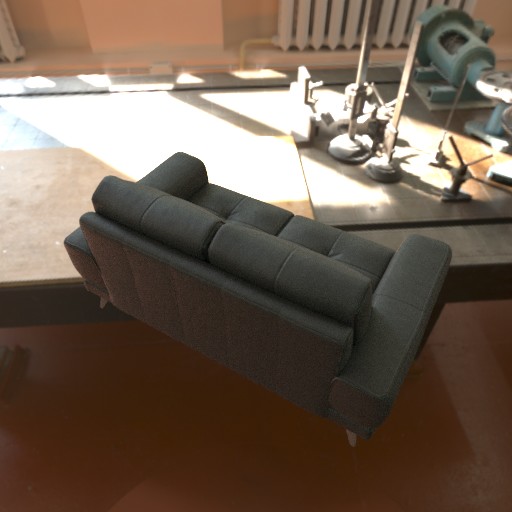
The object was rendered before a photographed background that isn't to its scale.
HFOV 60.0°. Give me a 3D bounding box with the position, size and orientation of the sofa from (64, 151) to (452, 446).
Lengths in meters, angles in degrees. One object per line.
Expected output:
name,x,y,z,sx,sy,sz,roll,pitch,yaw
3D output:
sofa,0.000,0.000,2.345,1.806,0.907,1.018,23,50,21
